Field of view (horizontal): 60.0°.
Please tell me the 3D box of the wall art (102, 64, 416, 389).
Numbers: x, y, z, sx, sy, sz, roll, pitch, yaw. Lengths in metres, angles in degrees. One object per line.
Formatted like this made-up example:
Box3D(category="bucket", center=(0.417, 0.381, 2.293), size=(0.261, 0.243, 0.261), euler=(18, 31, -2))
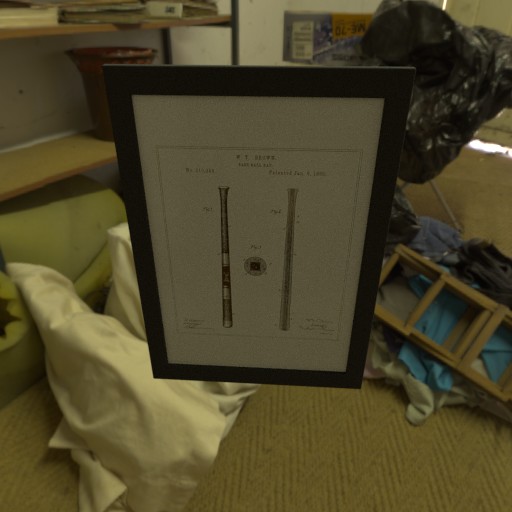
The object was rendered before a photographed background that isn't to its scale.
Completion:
Box3D(category="wall art", center=(0.000, 0.000, 0.665), size=(0.374, 0.529, 0.012), euler=(2, 31, 3))
